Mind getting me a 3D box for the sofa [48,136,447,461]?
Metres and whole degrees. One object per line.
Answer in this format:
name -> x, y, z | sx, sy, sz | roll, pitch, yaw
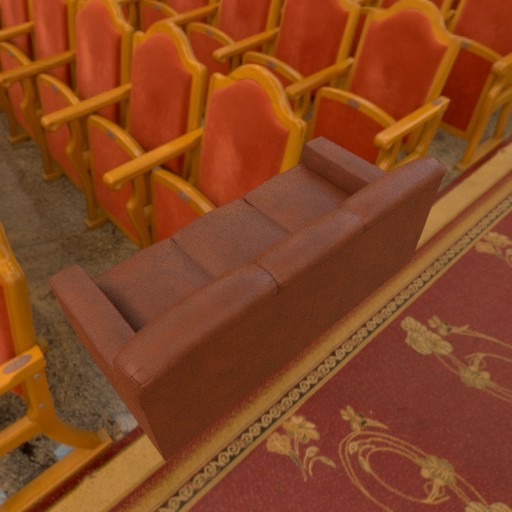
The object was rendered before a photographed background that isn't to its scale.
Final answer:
sofa -> 0.000, 0.000, 2.558 | 2.039, 0.953, 1.008 | -33, 55, -27
